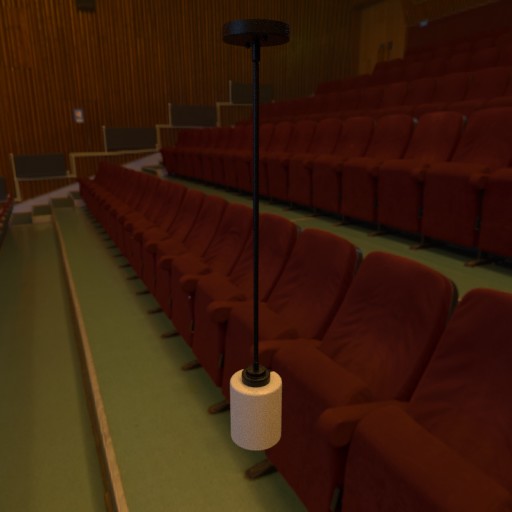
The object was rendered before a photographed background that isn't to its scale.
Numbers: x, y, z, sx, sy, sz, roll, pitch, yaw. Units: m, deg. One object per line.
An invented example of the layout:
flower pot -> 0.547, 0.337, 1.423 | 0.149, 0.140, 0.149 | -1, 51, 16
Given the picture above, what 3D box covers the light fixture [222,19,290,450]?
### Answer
light fixture -> 0.000, 0.000, 0.922 | 0.123, 0.863, 0.123 | -8, 17, -25
